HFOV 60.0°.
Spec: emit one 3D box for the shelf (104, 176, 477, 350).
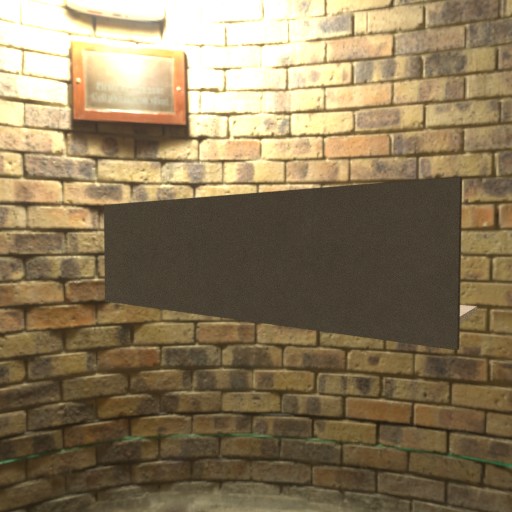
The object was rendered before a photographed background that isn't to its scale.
[{"bbox_3d":[0.000,0.000,1.147,1.020,0.300,0.200,2,3,37],"label":"shelf"}]
